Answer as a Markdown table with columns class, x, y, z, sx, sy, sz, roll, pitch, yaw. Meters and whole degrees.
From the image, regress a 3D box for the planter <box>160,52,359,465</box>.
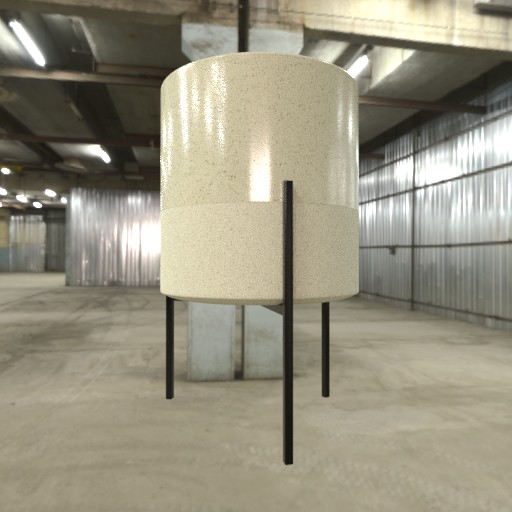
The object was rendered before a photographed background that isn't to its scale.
| class | x | y | z | sx | sy | sz | roll | pitch | yaw |
| --- | --- | --- | --- | --- | --- | --- | --- | --- | --- |
| planter | 0.000 | 0.000 | 0.538 | 0.243 | 0.390 | 0.234 | 0 | 0 | 19 |
